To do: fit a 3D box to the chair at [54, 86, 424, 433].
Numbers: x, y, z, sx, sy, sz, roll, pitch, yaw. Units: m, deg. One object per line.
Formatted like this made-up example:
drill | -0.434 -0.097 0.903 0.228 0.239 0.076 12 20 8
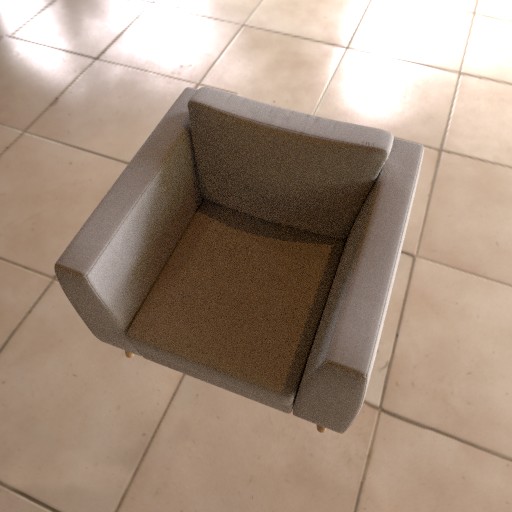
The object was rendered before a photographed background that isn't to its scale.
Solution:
chair | 0.000 0.000 1.672 1.000 0.860 0.930 18 59 11
